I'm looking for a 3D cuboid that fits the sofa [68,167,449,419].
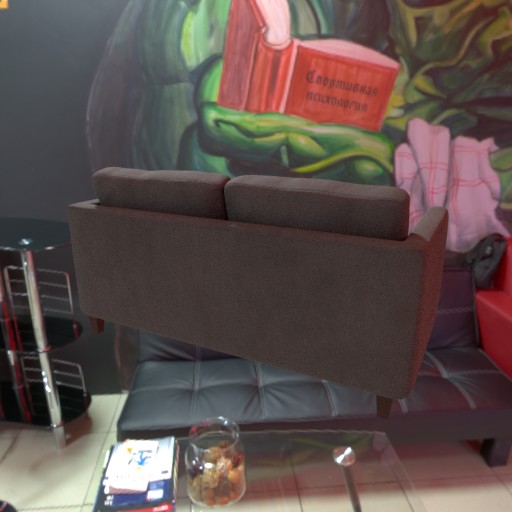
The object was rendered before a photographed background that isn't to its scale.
[{"bbox_3d":[0.000,0.000,2.472,1.884,0.963,0.950,9,19,26],"label":"sofa"}]
